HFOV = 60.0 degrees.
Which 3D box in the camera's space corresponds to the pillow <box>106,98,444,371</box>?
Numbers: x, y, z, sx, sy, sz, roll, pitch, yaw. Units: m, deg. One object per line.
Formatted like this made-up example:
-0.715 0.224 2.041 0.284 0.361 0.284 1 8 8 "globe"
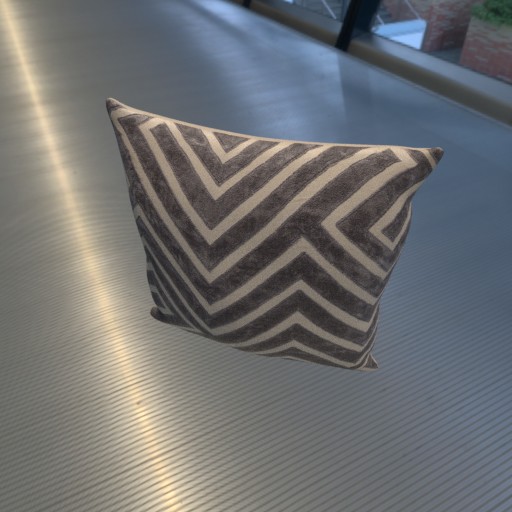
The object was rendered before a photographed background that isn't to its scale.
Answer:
0.000 0.000 0.679 0.440 0.441 0.182 12 43 13 "pillow"
